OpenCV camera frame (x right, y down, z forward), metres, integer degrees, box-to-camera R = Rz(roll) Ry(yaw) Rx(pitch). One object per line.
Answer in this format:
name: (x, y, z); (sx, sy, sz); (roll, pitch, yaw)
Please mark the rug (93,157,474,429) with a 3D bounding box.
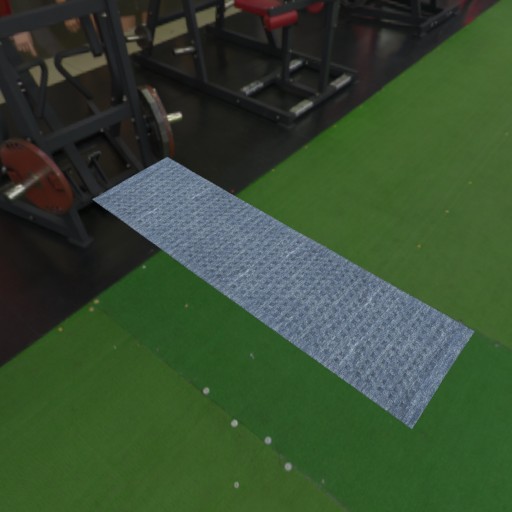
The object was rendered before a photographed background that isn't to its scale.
rug: (0.000, 0.000, 2.702); (2.443, 0.008, 0.688); (32, 54, 27)
